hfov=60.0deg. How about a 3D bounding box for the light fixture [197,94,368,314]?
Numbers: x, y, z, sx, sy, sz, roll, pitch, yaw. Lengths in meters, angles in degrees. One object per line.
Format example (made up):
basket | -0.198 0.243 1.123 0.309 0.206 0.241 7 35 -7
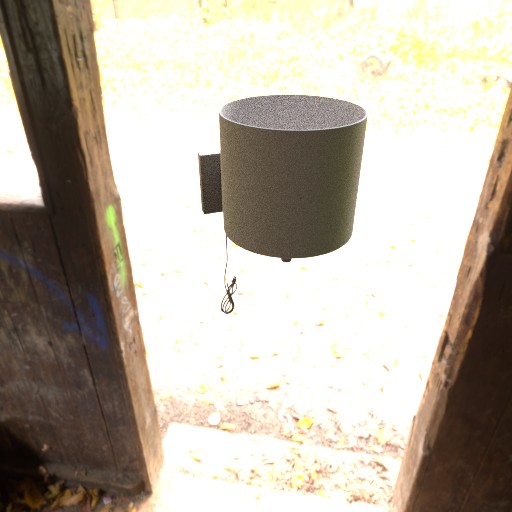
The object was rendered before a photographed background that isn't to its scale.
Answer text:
light fixture | 0.000 0.000 0.904 0.203 0.651 0.516 -10 33 -16
